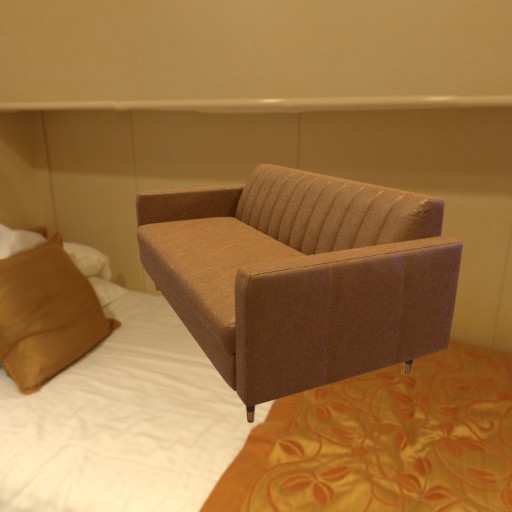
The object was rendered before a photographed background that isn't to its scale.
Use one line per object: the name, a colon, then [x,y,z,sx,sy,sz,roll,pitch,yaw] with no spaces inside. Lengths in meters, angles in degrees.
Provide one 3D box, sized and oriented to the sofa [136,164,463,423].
sofa: [0.000,0.000,2.419,0.993,0.821,1.847,-8,19,-24]
